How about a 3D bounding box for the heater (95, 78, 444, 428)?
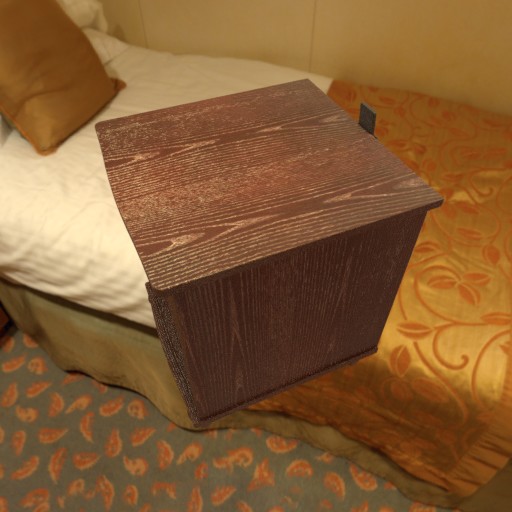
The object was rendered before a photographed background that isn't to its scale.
[{"bbox_3d":[0.000,0.000,0.770,0.400,0.481,0.362,-18,49,-16],"label":"heater"}]
